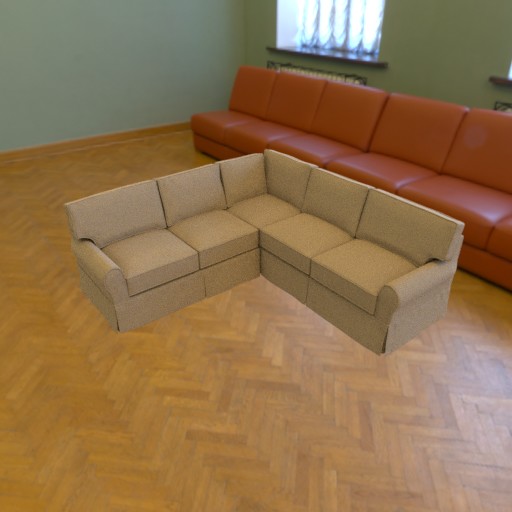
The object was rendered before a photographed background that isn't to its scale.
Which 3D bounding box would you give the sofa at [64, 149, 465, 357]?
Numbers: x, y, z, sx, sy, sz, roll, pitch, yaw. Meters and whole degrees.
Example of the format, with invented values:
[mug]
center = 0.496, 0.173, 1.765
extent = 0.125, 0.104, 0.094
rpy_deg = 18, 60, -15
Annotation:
[sofa]
center = 0.000, 0.000, 4.307
extent = 2.730, 1.124, 2.733
rpy_deg = -22, 37, -32
